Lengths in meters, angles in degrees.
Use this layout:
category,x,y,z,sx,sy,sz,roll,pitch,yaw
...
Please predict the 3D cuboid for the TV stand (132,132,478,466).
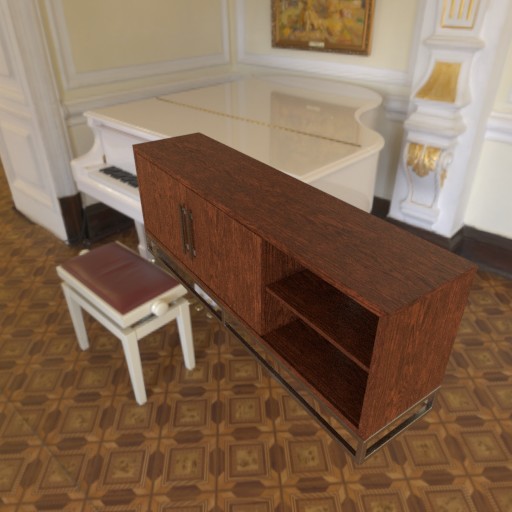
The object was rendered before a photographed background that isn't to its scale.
category,x,y,z,sx,sy,sz,roll,pitch,yaw
TV stand,0.000,0.000,1.786,0.382,0.578,1.541,-20,37,-30
